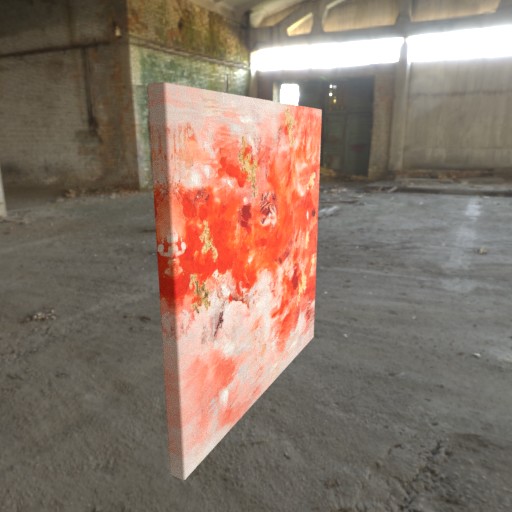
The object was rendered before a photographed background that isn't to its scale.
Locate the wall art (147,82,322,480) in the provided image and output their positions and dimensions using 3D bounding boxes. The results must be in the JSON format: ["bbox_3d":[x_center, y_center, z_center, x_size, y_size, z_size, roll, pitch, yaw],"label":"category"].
[{"bbox_3d":[0.000,0.000,1.123,0.064,0.746,0.747,7,17,26],"label":"wall art"}]
